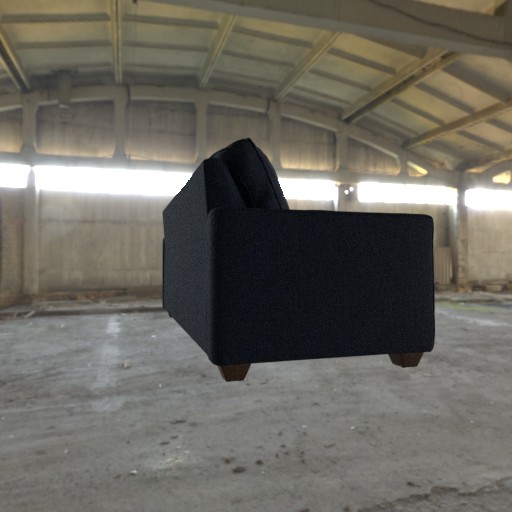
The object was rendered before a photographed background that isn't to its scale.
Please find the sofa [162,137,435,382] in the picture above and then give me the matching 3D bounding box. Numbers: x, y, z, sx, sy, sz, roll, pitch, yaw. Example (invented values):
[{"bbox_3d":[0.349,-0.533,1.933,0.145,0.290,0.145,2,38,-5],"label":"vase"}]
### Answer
[{"bbox_3d":[0.000,0.000,2.623,0.940,0.919,2.080,0,-1,-17],"label":"sofa"}]
